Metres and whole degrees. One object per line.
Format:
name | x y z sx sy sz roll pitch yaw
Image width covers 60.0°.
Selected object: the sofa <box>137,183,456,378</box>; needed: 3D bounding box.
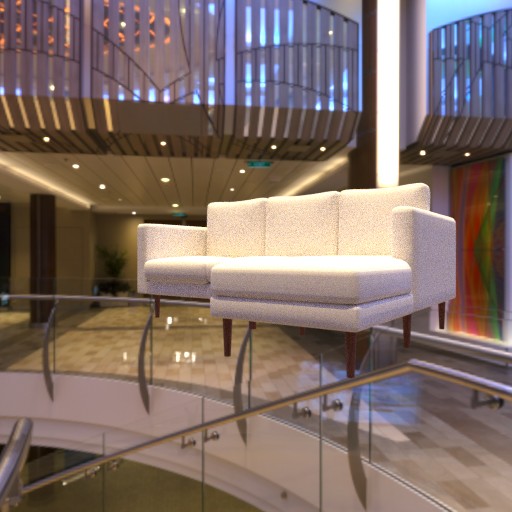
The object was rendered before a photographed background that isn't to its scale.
sofa | 0.000 0.000 2.788 2.029 0.899 1.580 0 0 36
